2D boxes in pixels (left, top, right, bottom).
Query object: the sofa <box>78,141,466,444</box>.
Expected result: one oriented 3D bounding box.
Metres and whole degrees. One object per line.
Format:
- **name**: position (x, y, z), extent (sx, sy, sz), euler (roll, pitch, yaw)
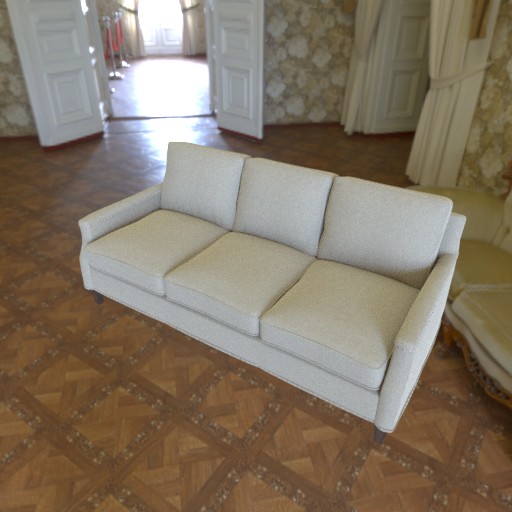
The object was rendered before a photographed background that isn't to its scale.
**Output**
- **sofa**: position (0.000, 0.000, 2.817), extent (2.246, 1.003, 1.084), euler (19, 36, 28)
